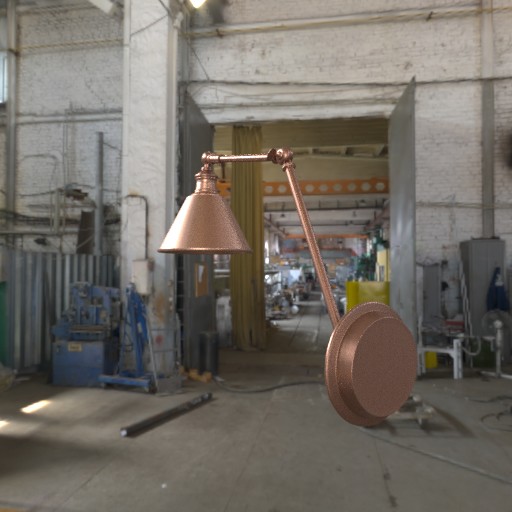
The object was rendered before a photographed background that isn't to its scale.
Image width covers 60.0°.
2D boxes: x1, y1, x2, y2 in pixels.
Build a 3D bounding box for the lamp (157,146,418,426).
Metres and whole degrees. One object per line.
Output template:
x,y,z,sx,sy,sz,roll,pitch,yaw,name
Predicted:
0.000,0.000,0.877,0.223,0.502,0.624,1,-2,-36,lamp
